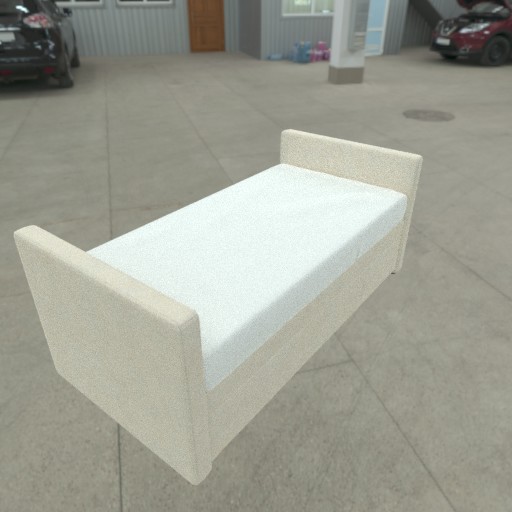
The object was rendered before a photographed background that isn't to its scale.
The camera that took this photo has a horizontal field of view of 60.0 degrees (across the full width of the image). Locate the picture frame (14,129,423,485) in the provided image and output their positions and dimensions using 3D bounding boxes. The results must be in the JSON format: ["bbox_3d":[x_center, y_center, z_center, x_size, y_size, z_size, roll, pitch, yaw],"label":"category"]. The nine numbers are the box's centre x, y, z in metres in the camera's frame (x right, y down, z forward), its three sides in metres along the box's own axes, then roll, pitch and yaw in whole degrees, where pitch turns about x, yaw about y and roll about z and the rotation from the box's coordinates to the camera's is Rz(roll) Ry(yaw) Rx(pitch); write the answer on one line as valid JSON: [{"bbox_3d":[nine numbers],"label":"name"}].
[{"bbox_3d":[0.000,0.000,2.633,1.069,0.891,2.161,22,37,32],"label":"picture frame"}]
